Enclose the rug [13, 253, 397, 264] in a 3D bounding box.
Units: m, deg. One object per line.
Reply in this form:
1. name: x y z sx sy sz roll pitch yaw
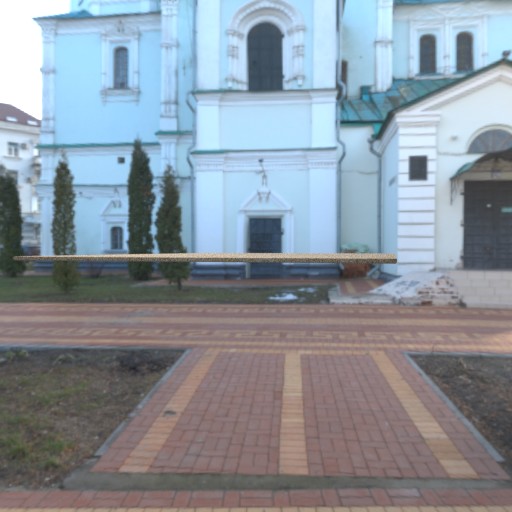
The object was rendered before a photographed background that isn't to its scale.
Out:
1. rug: 0.000 0.000 3.981 2.400 0.026 3.000 0 1 17
